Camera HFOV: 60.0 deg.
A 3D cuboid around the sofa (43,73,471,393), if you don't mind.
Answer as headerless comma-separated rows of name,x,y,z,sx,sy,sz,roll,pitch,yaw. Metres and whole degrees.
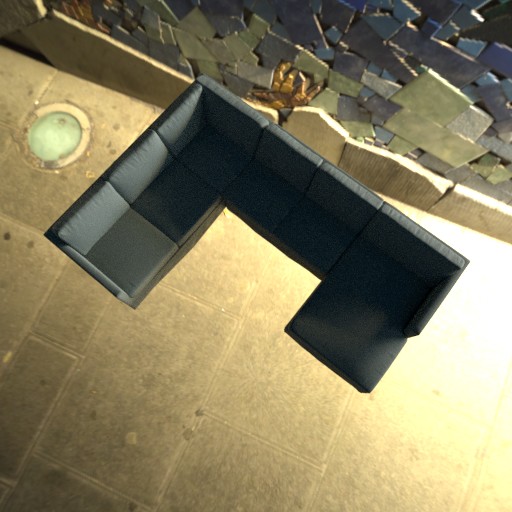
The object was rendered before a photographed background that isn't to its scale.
sofa,0.000,0.000,4.555,3.460,0.882,2.427,38,78,10
